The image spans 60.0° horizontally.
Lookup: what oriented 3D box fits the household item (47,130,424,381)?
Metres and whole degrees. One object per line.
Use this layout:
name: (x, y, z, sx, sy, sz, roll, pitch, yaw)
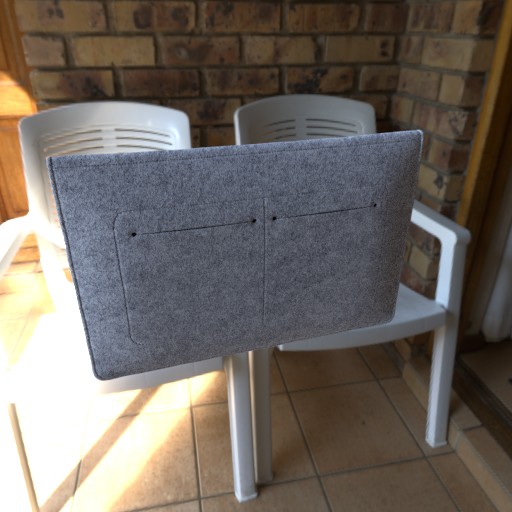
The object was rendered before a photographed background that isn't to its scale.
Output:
household item: (0.000, 0.000, 0.433, 0.335, 0.221, 0.057, -8, 29, -15)
